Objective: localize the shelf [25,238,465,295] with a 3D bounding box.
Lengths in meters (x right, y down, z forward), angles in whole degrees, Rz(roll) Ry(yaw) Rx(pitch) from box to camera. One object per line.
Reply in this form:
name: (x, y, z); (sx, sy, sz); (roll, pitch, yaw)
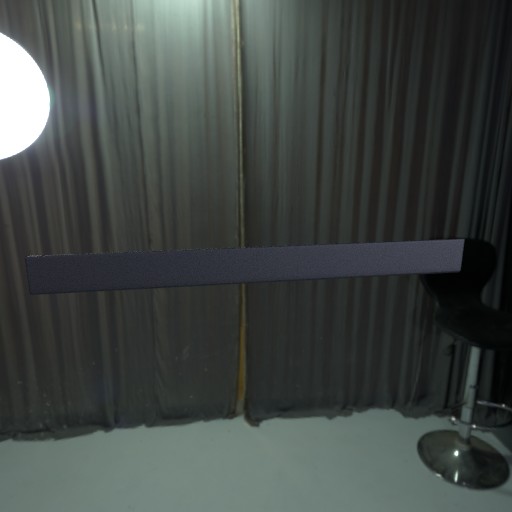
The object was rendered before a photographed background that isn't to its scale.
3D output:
shelf: (0.000, 0.000, 0.658); (0.605, 0.053, 0.102); (-3, 16, -9)
